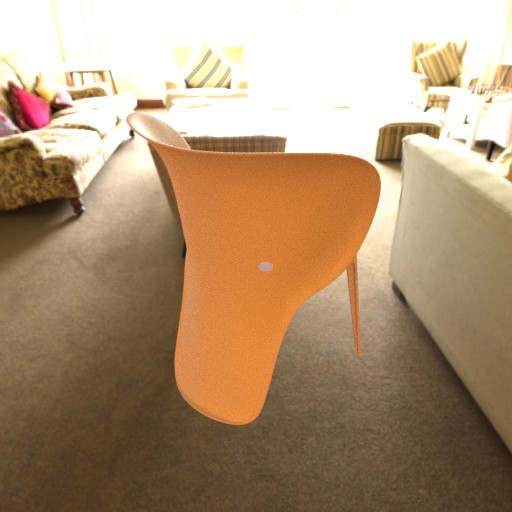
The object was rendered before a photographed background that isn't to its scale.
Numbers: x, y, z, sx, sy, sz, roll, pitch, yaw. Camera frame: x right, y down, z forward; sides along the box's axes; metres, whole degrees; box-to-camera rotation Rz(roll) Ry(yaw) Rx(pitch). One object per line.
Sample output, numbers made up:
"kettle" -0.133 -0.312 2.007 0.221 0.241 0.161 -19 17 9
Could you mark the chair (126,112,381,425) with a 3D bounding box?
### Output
"chair" 0.000 0.000 0.892 0.451 0.554 0.402 21 36 32
